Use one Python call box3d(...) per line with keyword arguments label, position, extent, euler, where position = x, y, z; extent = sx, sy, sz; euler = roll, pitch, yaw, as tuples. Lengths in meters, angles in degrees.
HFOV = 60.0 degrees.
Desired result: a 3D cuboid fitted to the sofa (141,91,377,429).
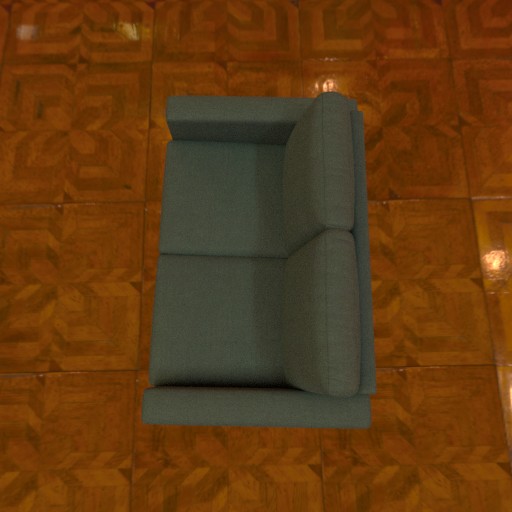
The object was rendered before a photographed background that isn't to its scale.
box3d(label="sofa", position=(0.000, 0.000, 2.109), extent=(0.955, 0.903, 1.489), euler=(1, 75, 0))
